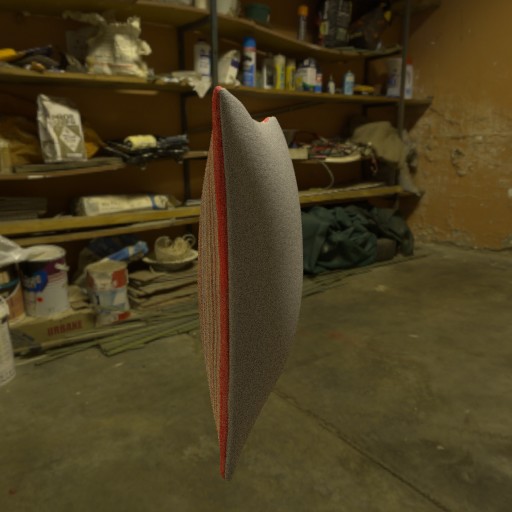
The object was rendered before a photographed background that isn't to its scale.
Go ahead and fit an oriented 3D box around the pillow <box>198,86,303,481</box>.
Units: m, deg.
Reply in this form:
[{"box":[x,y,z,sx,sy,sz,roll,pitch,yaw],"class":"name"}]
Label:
[{"box":[0.000,0.000,0.650,0.136,0.419,0.437,2,14,9],"class":"pillow"}]
